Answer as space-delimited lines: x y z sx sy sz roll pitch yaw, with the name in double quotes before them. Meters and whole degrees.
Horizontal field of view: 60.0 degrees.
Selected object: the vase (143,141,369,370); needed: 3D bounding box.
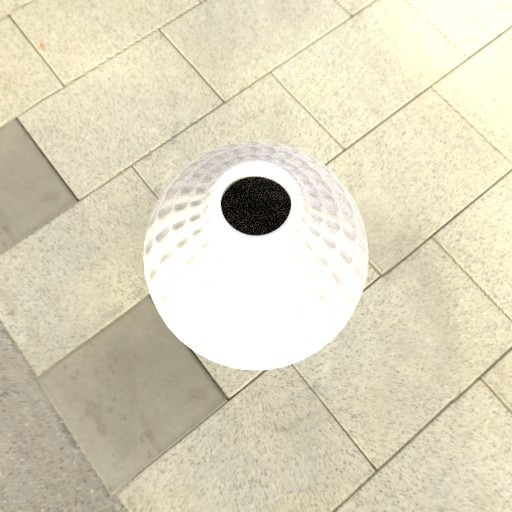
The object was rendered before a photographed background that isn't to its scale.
"vase" 0.000 0.000 0.258 0.128 0.167 0.128 0 75 0
